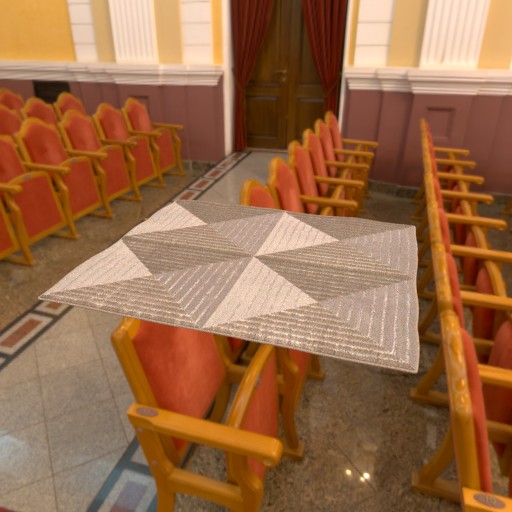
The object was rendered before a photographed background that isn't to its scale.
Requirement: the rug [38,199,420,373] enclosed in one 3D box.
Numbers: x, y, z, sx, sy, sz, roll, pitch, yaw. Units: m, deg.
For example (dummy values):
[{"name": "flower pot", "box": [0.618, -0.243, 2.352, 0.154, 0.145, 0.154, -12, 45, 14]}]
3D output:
[{"name": "rug", "box": [0.000, 0.000, 0.924, 0.642, 0.008, 0.551, 8, 28, 16]}]
